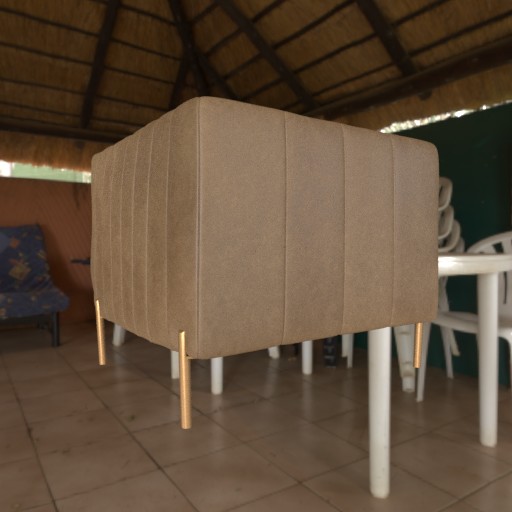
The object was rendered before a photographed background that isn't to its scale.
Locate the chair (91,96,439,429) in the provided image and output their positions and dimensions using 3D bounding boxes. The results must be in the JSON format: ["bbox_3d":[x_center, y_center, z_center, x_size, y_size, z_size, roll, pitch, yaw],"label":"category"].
[{"bbox_3d":[0.000,0.000,1.585,0.981,0.779,0.876,-1,2,-35],"label":"chair"}]
